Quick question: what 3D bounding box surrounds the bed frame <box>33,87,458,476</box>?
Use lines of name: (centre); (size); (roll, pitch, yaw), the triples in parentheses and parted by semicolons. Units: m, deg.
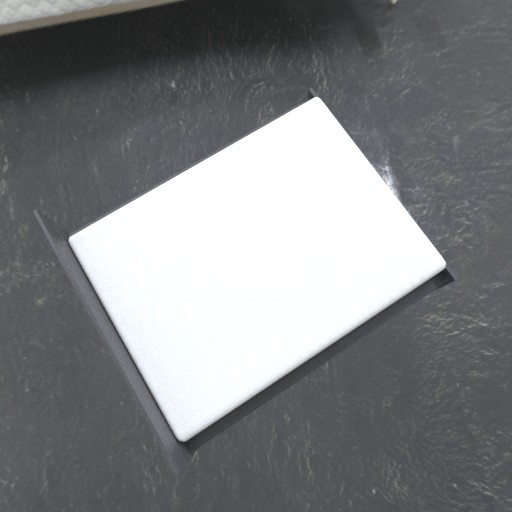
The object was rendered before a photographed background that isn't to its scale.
bed frame: (0.000, 0.000, 2.849); (1.960, 0.800, 1.622); (-32, 77, -8)
